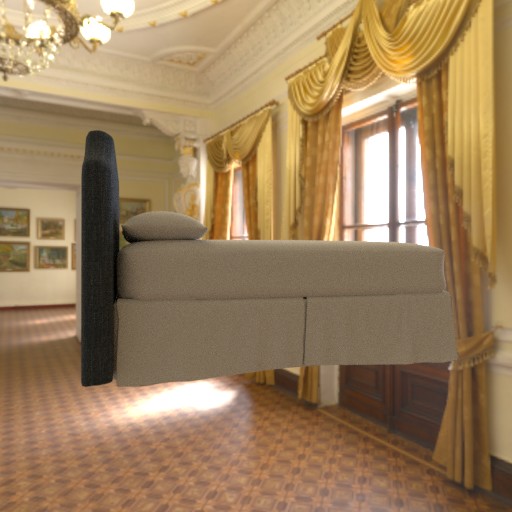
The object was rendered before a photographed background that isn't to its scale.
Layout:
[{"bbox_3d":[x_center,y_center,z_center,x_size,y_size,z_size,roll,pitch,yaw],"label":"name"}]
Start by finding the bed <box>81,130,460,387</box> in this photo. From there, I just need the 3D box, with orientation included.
[{"bbox_3d":[0.000,0.000,3.219,2.208,1.297,1.828,0,0,-16],"label":"bed"}]
